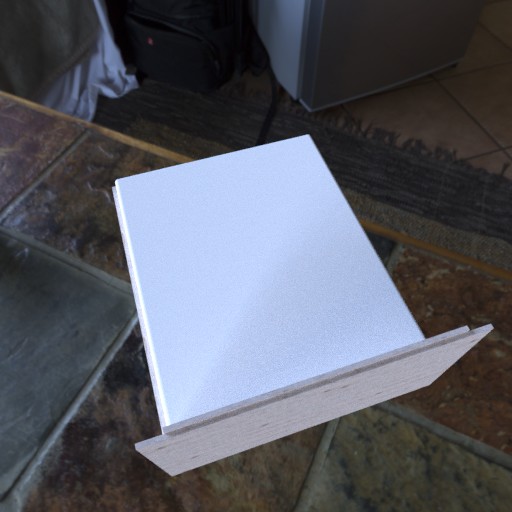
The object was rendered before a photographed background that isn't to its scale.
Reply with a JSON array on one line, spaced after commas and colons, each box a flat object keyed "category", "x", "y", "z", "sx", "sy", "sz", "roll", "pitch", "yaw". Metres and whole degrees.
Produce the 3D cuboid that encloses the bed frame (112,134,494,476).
[{"category": "bed frame", "x": 0.000, "y": 0.000, "z": 2.934, "sx": 1.750, "sy": 0.970, "sz": 2.080, "roll": -16, "pitch": 59, "yaw": -10}]
